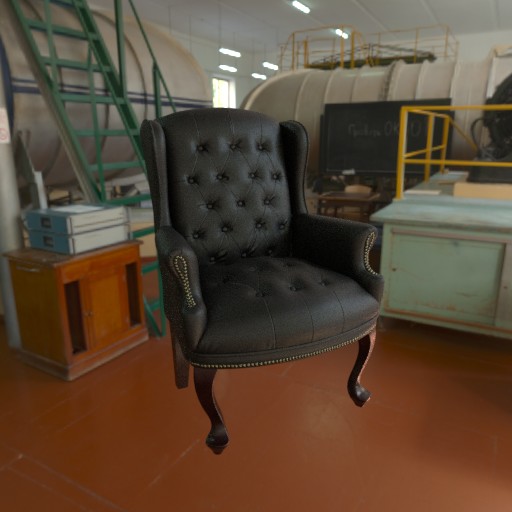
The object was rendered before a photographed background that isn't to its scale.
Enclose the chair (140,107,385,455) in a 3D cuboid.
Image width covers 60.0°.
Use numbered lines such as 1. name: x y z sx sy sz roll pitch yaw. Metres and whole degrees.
1. chair: 0.000 0.000 1.729 0.831 1.133 0.822 -7 17 -25
